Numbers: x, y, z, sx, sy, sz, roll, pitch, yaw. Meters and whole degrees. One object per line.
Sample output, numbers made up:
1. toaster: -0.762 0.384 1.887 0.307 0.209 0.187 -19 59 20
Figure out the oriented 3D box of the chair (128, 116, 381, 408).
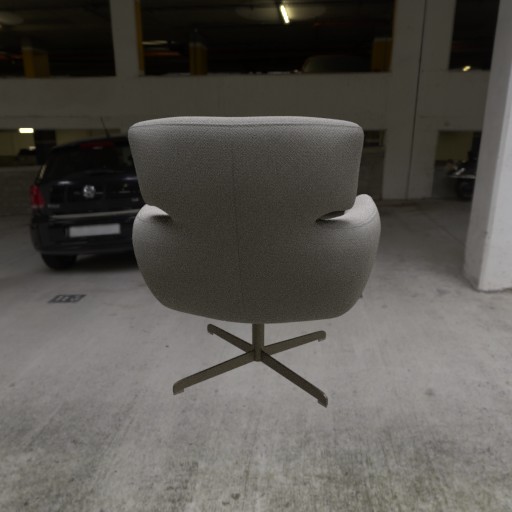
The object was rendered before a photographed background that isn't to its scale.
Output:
1. chair: 0.000 0.000 1.372 0.760 0.810 0.730 2 16 8
